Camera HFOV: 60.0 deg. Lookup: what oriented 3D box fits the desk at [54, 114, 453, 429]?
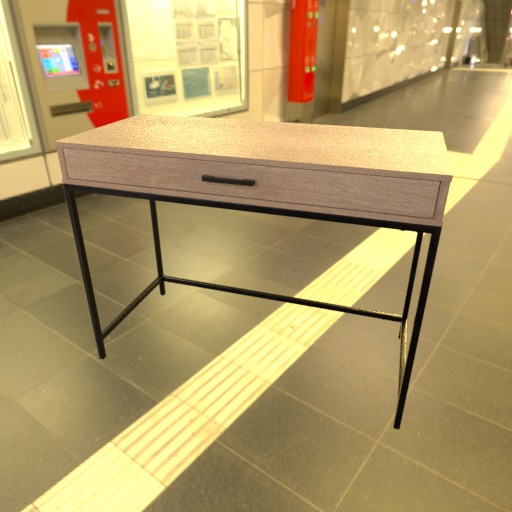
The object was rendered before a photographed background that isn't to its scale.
[{"bbox_3d":[0.000,0.000,1.436,1.016,0.762,0.470,8,29,16],"label":"desk"}]
